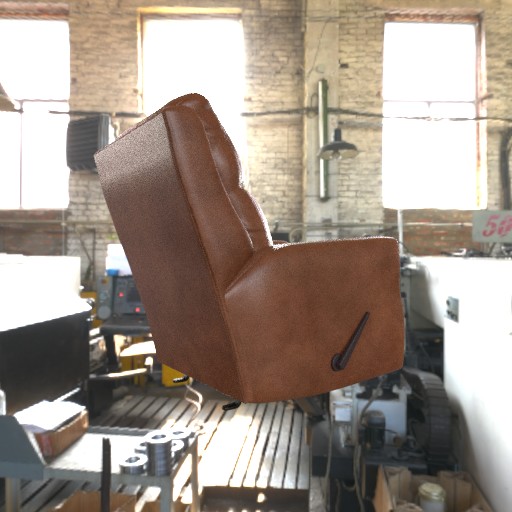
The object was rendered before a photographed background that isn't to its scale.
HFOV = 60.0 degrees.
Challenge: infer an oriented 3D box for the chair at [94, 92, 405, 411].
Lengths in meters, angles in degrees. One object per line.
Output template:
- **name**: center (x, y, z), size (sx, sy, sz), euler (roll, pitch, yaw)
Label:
- **chair**: center (0.000, 0.000, 1.766), size (1.072, 1.016, 0.821), euler (0, 0, -36)
